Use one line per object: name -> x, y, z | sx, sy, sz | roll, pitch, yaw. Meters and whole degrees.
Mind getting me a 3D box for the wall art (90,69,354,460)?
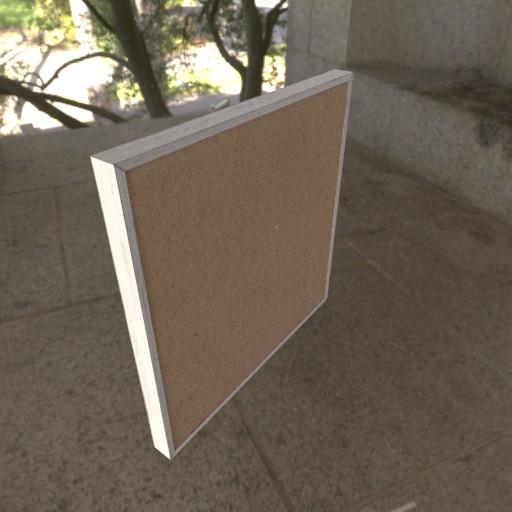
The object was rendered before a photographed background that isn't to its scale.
wall art -> 0.000, 0.000, 0.751 | 0.038, 0.508, 0.508 | 23, 41, 30
